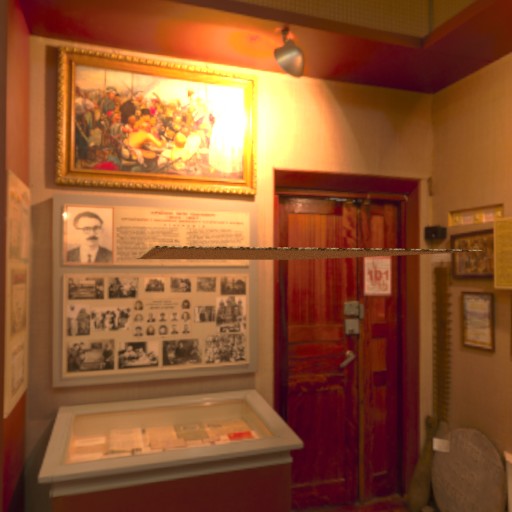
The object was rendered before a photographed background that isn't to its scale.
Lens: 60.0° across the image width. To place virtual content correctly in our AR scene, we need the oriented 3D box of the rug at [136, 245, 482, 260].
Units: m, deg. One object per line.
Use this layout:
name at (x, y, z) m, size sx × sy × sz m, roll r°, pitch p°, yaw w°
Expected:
rug at (0.000, 0.000, 3.050) m, size 1.544 × 0.010 × 2.435 m, roll 0°, pitch -2°, yaw -16°
